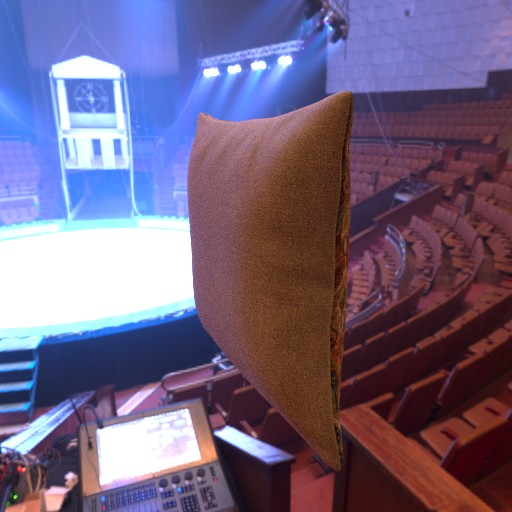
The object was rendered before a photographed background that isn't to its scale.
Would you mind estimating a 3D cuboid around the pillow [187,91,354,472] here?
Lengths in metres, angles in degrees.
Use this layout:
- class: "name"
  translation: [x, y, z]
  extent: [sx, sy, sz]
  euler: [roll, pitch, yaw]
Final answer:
- class: "pillow"
  translation: [0.000, 0.000, 0.780]
  extent: [0.166, 0.506, 0.523]
  euler: [-7, 16, -25]
